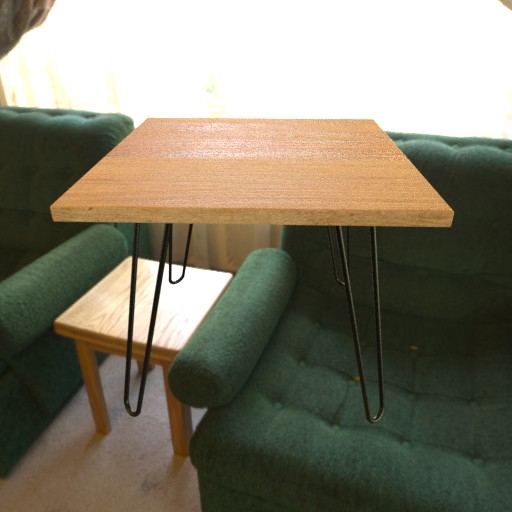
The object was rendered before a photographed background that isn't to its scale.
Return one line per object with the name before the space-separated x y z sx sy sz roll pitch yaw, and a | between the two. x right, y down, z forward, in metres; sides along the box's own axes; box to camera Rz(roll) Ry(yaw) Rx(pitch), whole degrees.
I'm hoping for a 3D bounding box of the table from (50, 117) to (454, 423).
table | 0.000 0.000 1.037 0.599 0.500 0.599 1 30 2
